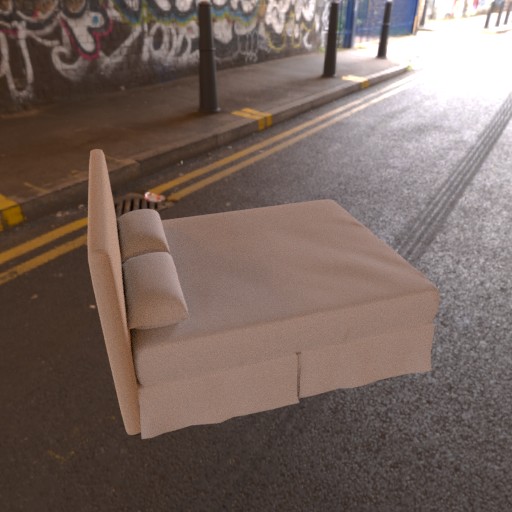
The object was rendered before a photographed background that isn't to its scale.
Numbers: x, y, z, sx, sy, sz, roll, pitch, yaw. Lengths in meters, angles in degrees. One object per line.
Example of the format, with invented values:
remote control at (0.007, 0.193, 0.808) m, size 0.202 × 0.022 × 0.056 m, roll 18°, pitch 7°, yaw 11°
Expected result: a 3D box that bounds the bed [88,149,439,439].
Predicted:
bed at (0.000, 0.000, 3.266) m, size 2.142 × 1.330 × 1.748 m, roll -9°, pitch 31°, yaw -15°
